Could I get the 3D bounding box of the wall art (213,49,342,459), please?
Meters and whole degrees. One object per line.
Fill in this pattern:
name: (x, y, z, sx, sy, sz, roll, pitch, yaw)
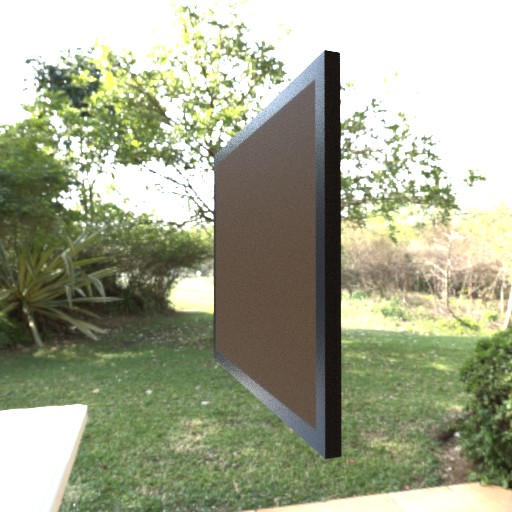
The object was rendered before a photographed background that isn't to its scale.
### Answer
wall art: (0.000, 0.000, 0.919, 0.026, 0.558, 0.660, 0, -1, -19)
